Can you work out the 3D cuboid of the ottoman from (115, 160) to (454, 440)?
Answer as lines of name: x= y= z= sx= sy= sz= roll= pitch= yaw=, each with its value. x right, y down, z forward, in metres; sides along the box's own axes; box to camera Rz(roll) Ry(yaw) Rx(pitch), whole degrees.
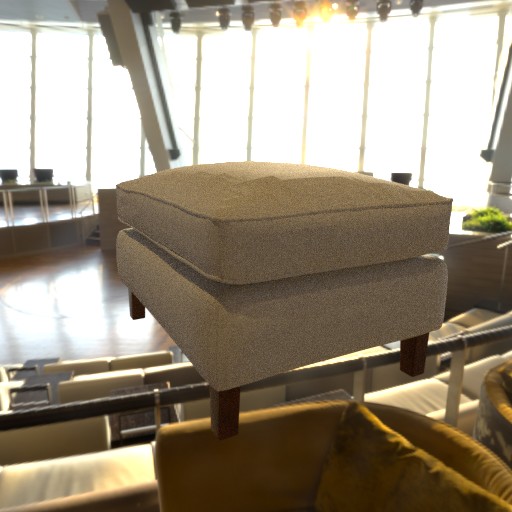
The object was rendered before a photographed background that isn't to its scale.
ottoman: x=0.000 y=0.000 z=0.970 sx=0.501 sy=0.406 sz=0.665 roll=-7 pitch=15 yaw=-27
